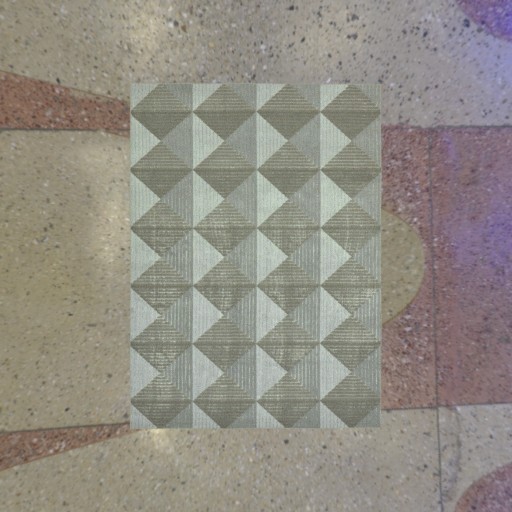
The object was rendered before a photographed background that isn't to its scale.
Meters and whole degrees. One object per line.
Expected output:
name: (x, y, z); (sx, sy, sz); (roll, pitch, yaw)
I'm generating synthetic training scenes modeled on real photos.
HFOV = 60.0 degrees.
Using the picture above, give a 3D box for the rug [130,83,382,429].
rug: (0.000, 0.000, 4.280); (2.428, 0.027, 3.333); (0, 90, -1)
